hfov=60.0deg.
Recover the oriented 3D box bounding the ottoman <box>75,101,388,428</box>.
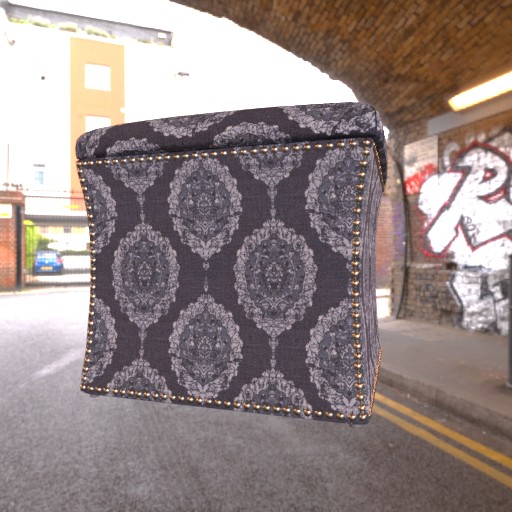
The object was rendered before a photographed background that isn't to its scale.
[{"bbox_3d":[0.000,0.000,0.890,0.507,0.475,0.497,0,0,18],"label":"ottoman"}]
